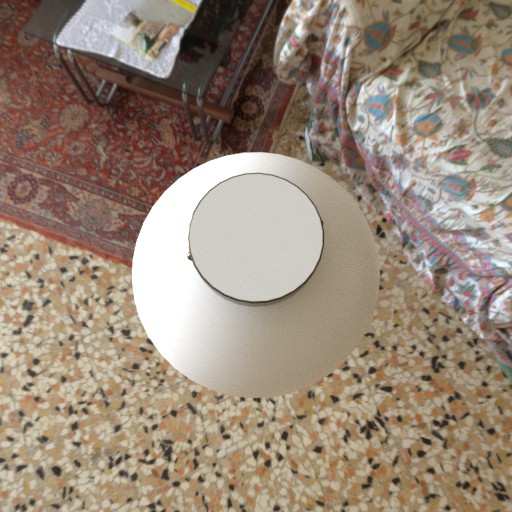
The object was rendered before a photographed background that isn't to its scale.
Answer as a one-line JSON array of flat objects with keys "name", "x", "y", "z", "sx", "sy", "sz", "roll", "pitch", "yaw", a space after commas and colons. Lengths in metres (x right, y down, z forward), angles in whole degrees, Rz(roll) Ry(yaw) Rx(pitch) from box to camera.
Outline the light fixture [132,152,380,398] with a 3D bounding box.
[{"name": "light fixture", "x": 0.000, "y": 0.000, "z": 0.565, "sx": 0.355, "sy": 0.177, "sz": 0.355, "roll": 0, "pitch": 75, "yaw": 0}]
